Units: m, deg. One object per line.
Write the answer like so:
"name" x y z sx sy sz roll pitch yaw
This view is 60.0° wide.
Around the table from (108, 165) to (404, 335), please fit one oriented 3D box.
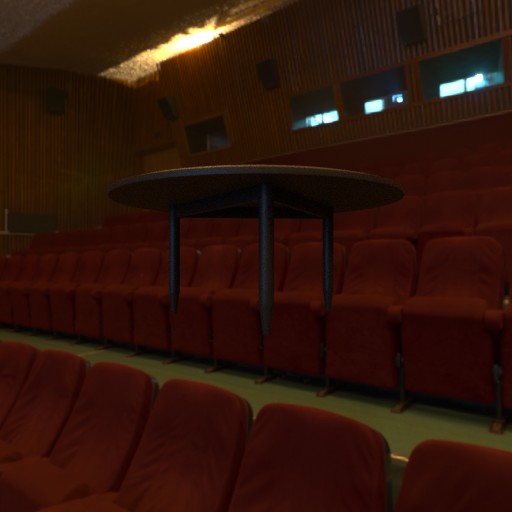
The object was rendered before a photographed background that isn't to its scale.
"table" 0.000 0.000 1.415 0.900 0.400 0.900 0 -1 0
